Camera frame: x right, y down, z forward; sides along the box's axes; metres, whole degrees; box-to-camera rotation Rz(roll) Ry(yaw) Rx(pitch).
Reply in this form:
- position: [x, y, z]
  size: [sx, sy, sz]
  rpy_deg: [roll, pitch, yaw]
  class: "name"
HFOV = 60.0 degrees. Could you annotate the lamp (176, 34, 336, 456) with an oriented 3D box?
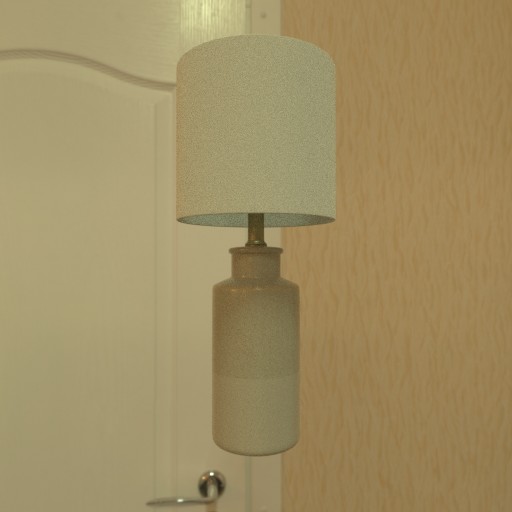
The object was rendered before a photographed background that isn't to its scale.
- position: [0.000, 0.000, 0.597]
  size: [0.212, 0.493, 0.212]
  rpy_deg: [1, -1, -37]
  class: "lamp"
